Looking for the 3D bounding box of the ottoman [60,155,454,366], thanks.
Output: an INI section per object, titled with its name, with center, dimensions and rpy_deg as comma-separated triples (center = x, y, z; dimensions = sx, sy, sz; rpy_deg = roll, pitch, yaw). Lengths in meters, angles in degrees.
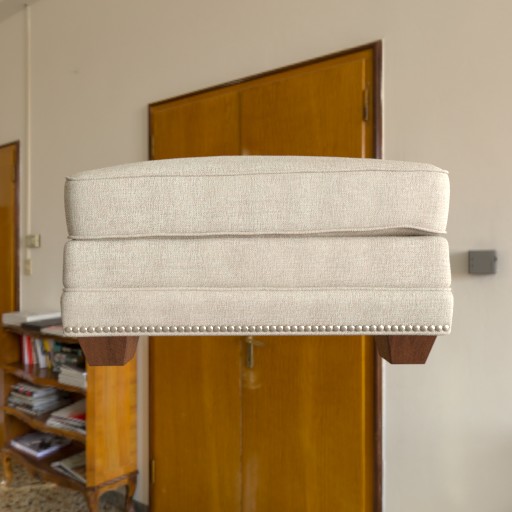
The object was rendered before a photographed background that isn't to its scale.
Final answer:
[ottoman]
center = 0.000, 0.000, 1.152
dimensions = 0.813, 0.458, 0.559
rpy_deg = 0, 0, -1
